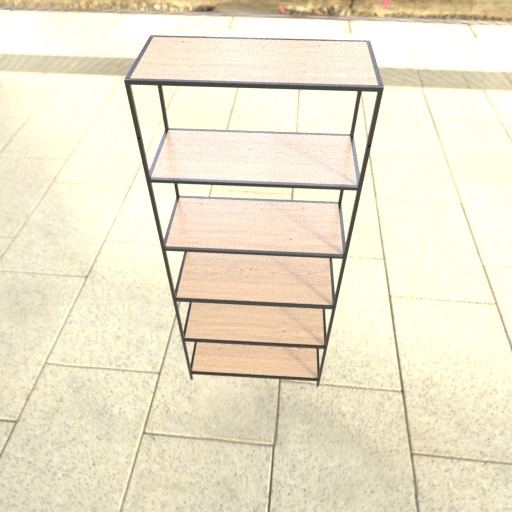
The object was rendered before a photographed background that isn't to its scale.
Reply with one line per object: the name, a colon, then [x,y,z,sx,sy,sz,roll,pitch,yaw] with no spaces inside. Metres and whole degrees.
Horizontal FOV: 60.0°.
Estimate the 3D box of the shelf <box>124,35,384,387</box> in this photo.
shelf: [0.000,0.000,2.099,0.770,1.850,0.350,3,47,2]
